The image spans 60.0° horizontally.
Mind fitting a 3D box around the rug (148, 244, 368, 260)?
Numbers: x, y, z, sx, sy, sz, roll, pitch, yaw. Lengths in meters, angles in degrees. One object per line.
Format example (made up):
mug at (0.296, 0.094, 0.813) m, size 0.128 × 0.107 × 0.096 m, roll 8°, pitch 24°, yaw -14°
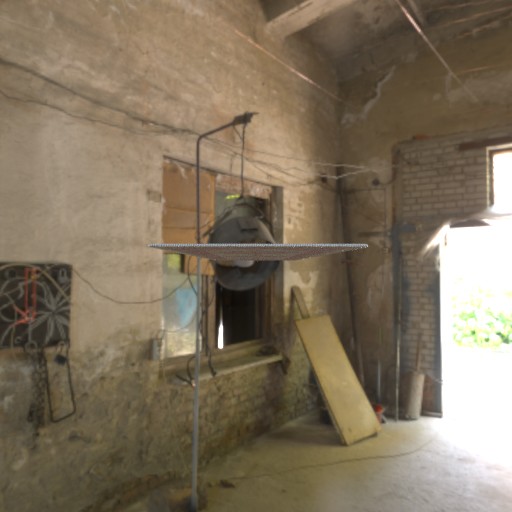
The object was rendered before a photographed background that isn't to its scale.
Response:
rug at (0.000, 0.000, 2.470) m, size 0.666 × 0.011 × 2.294 m, roll 0°, pitch -2°, yaw 0°
